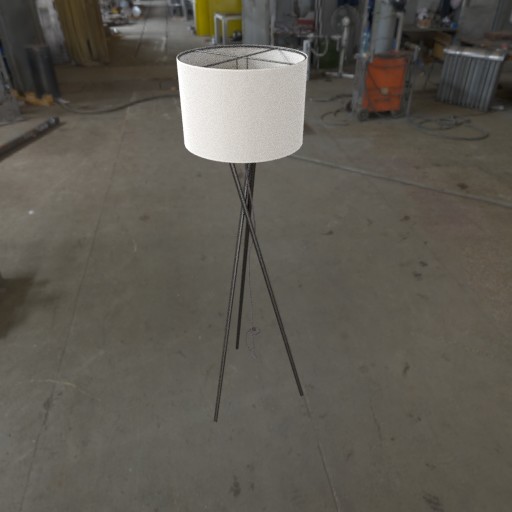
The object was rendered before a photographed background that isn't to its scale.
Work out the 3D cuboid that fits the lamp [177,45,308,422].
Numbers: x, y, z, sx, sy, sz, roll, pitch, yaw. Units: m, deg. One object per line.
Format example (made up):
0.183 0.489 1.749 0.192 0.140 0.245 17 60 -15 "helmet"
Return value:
0.000 0.000 1.935 0.522 1.624 0.667 22 40 29 "lamp"
